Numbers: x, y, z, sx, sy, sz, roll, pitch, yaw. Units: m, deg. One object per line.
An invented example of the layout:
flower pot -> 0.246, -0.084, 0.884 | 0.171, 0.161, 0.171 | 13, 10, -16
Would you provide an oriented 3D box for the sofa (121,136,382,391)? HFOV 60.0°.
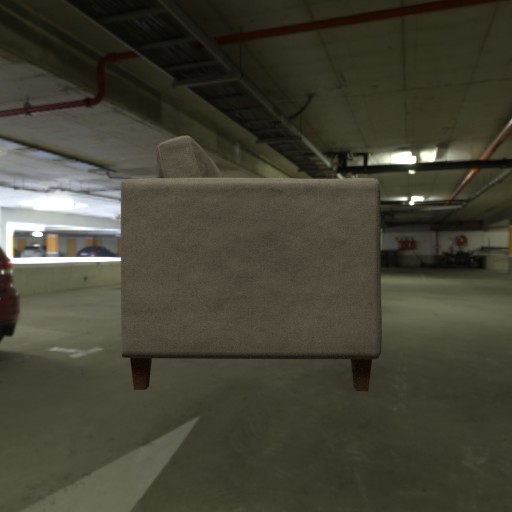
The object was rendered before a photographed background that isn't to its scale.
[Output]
sofa -> 0.000, 0.000, 2.467 | 0.950, 0.963, 1.884 | 0, 1, 1
